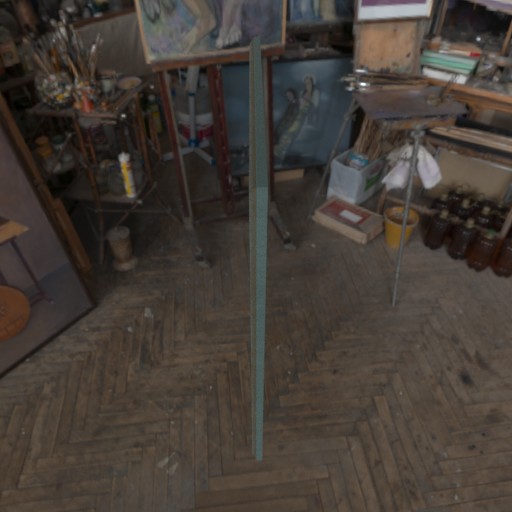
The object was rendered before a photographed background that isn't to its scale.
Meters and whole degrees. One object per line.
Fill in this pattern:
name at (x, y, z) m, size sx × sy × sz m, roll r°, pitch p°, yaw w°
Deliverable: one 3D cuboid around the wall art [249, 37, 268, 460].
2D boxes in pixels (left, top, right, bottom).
wall art at (0.000, 0.000, 1.302) m, size 0.030 × 0.983 × 0.767 m, roll 0°, pitch 42°, yaw 0°
